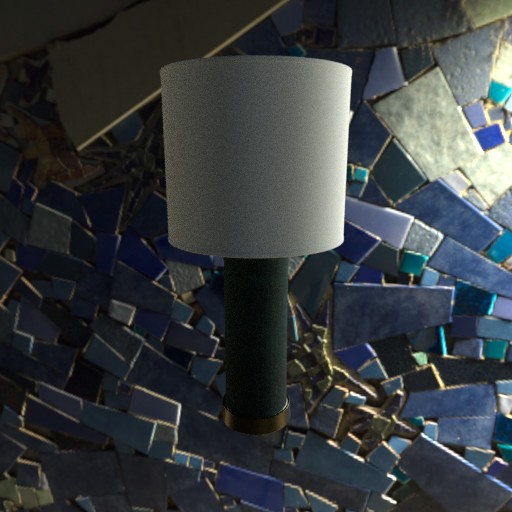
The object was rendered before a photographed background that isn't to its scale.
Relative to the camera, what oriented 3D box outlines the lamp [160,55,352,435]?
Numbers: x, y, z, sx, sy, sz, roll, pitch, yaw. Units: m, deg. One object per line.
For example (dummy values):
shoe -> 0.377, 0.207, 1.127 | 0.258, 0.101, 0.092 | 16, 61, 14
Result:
lamp -> 0.000, 0.000, 0.783 | 0.301, 0.630, 0.301 | 7, 16, 25
